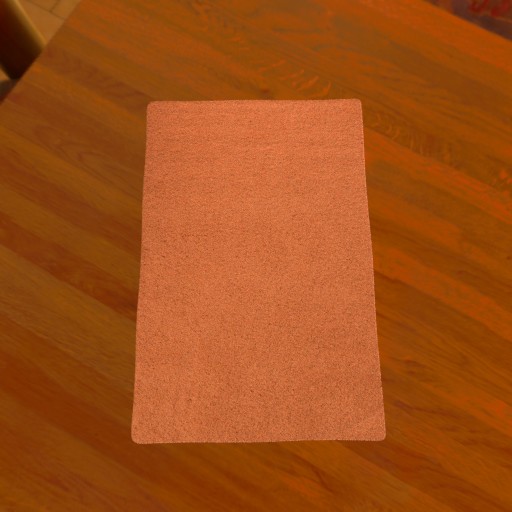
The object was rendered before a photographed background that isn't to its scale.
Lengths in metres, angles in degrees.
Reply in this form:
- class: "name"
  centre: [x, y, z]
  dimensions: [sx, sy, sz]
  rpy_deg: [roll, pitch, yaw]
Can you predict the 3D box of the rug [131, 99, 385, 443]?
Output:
- class: "rug"
  centre: [0.000, 0.000, 3.440]
  dimensions: [1.801, 0.024, 2.700]
  rpy_deg: [-1, 77, 0]
